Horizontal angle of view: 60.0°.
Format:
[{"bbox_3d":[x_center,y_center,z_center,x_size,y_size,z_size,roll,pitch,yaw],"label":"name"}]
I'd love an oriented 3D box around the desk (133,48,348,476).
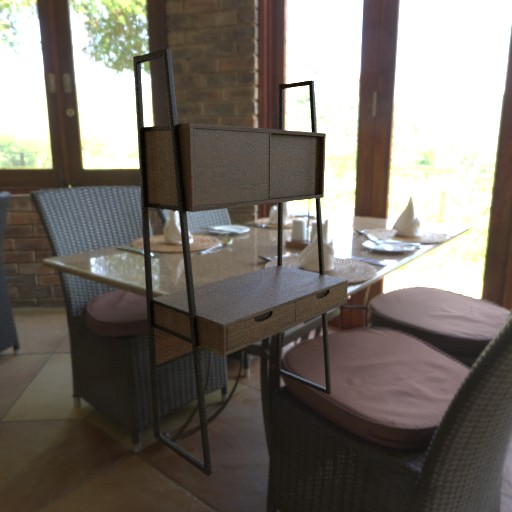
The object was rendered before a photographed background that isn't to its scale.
[{"bbox_3d":[0.000,0.000,2.246,0.515,1.809,0.982,11,17,42],"label":"desk"}]
